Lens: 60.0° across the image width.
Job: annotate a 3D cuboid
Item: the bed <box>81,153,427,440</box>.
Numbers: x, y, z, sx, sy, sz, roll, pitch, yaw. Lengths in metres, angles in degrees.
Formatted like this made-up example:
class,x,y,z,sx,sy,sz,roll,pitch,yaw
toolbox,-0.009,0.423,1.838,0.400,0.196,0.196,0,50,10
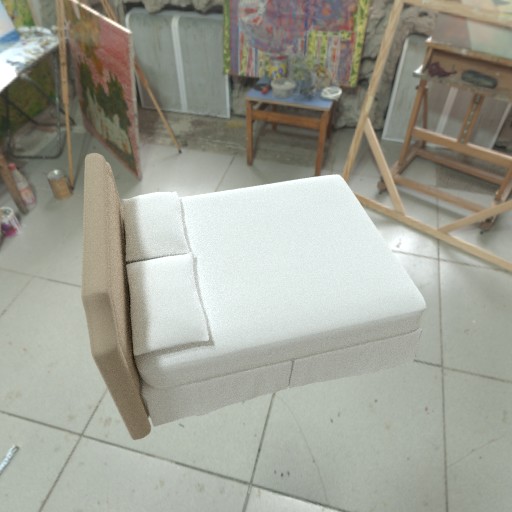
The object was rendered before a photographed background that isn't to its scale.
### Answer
class,x,y,z,sx,sy,sz,roll,pitch,yaw
bed,0.000,0.000,3.362,2.204,1.301,1.828,-10,46,-10
